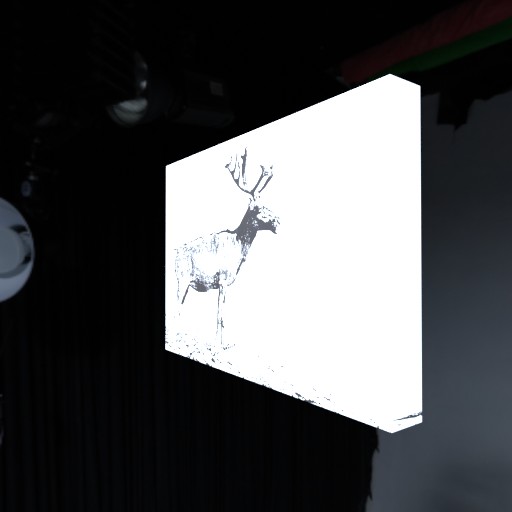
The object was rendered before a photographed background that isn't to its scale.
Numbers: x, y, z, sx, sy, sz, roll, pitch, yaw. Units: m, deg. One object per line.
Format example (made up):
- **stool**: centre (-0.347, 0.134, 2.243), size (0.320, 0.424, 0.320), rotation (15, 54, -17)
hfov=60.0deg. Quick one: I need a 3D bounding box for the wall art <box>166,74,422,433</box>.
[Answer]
- **wall art**: centre (0.000, 0.000, 0.484), size (0.038, 0.259, 0.381), rotation (1, -1, -36)
